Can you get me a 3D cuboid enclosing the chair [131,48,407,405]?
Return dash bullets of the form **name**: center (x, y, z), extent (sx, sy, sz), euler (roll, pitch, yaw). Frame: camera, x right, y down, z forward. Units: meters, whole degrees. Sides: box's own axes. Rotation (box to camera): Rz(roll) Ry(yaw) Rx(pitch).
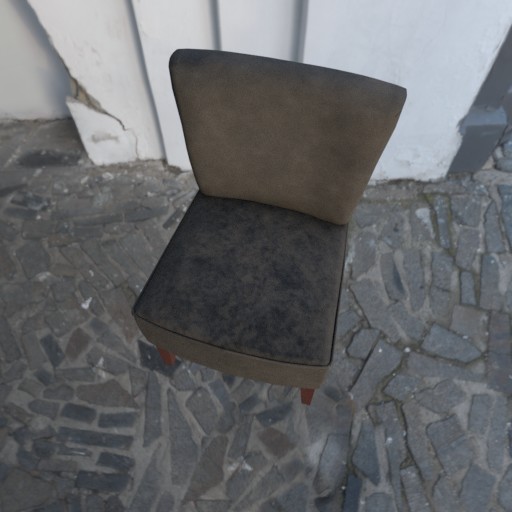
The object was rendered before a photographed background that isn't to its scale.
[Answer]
- **chair**: center (0.000, 0.000, 1.171), extent (0.521, 0.806, 0.554), euler (14, 59, 8)
